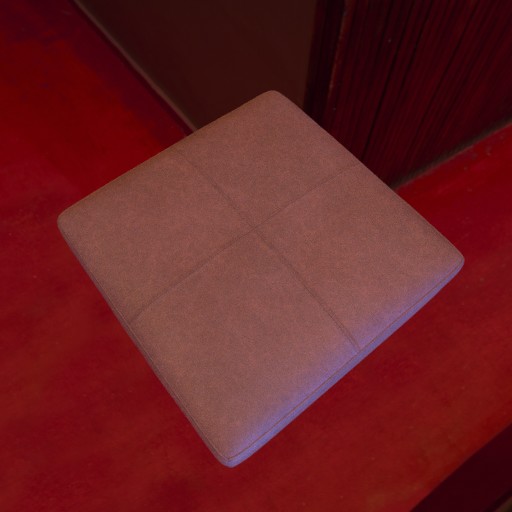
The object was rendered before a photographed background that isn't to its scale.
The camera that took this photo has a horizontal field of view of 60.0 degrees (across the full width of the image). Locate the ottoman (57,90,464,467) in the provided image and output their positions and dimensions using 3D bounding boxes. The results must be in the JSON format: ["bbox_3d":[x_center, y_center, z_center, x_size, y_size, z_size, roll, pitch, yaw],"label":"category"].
[{"bbox_3d":[0.000,0.000,1.835,1.168,0.490,1.168,-35,68,-16],"label":"ottoman"}]
